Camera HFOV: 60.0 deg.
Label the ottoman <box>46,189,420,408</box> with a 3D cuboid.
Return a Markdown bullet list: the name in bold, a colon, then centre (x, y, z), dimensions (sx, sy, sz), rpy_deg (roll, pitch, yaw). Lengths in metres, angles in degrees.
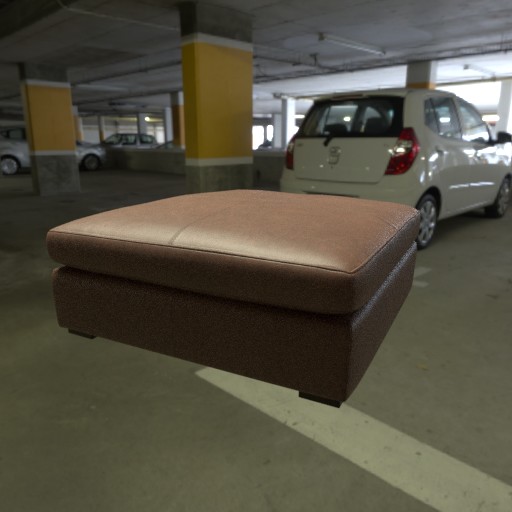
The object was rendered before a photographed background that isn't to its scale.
- **ottoman**: centre (0.000, 0.000, 1.861), dimensions (1.168, 0.490, 1.168), rpy_deg (8, 17, 26)
